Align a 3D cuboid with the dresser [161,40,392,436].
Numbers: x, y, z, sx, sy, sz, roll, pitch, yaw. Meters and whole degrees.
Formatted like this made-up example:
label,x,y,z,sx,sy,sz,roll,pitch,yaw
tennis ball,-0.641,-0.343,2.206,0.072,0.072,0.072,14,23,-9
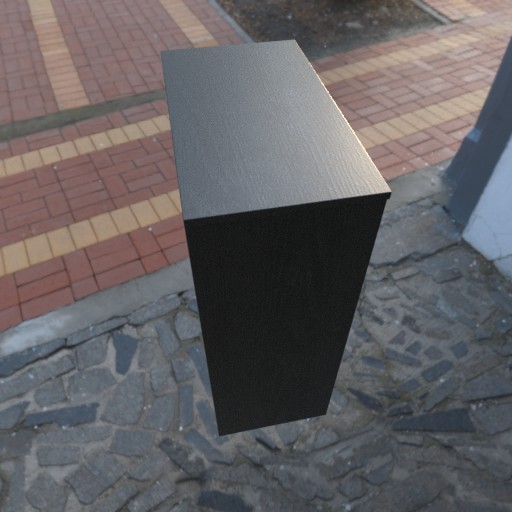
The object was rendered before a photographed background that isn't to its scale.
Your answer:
label,x,y,z,sx,sy,sz,roll,pitch,yaw
dresser,0.000,0.000,1.398,0.398,1.020,0.700,-9,48,-8
